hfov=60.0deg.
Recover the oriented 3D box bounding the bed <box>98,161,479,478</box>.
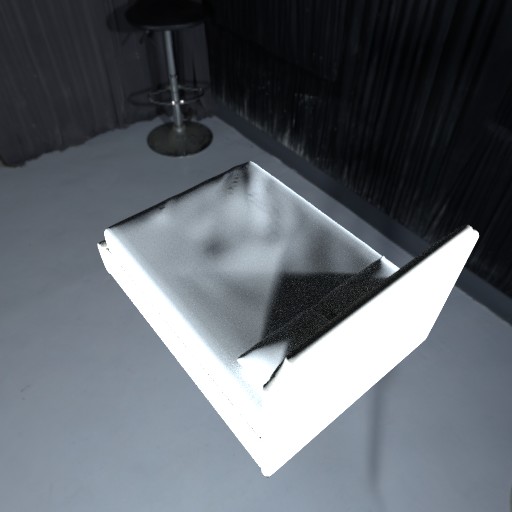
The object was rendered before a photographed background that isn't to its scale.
[{"bbox_3d":[0.000,0.000,3.415,1.712,1.443,2.365,-31,54,-25],"label":"bed"}]
